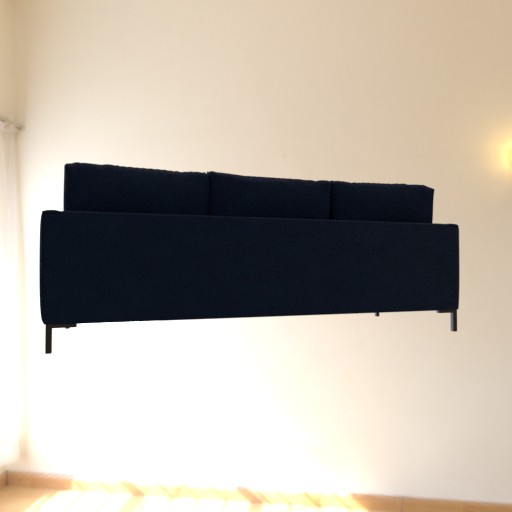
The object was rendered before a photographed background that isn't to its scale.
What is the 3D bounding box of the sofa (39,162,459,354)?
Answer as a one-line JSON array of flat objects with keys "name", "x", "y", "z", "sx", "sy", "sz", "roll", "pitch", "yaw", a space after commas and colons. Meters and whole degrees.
[{"name": "sofa", "x": 0.000, "y": 0.000, "z": 2.655, "sx": 2.252, "sy": 0.879, "sz": 0.875, "roll": 0, "pitch": -1, "yaw": -18}]
